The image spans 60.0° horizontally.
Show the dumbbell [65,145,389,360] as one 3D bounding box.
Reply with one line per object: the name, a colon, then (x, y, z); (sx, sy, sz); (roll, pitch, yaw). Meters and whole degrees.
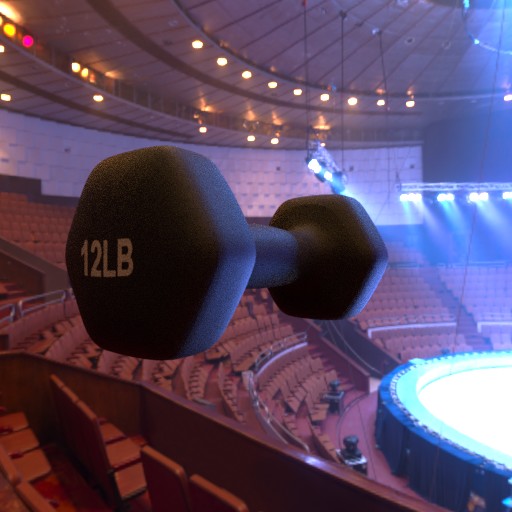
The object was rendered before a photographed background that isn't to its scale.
dumbbell: (0.000, 0.000, 0.295); (0.112, 0.101, 0.231); (-1, -1, 37)
